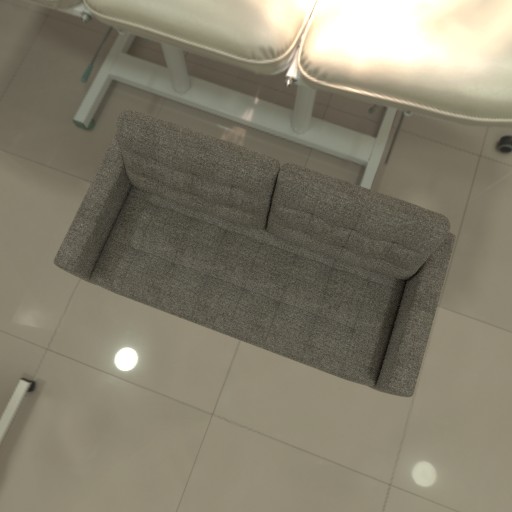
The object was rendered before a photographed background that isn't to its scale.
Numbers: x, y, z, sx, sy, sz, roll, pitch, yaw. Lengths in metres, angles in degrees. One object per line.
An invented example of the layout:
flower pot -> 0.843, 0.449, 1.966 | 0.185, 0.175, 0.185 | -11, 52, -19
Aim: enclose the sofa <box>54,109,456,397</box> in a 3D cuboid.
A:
sofa -> 0.000, 0.000, 2.321 | 1.821, 0.902, 0.863 | 20, 77, 5
